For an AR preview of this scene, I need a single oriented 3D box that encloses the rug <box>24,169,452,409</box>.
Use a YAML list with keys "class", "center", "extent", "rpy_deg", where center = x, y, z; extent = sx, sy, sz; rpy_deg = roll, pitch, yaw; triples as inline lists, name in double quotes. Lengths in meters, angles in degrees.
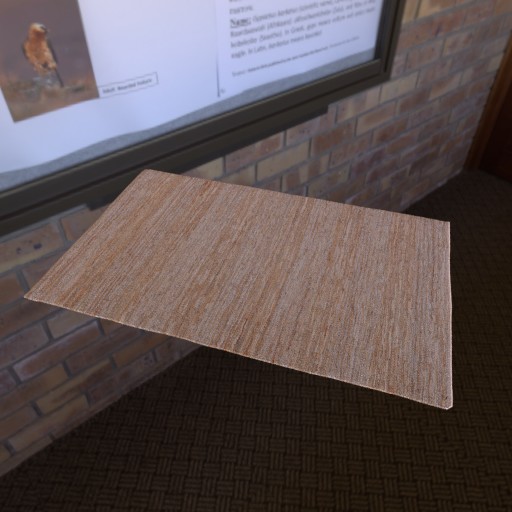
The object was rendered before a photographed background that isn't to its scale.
- class: "rug"
  center: [0.000, 0.000, 2.919]
  extent: [2.446, 0.009, 1.529]
  rpy_deg: [12, 44, 13]
